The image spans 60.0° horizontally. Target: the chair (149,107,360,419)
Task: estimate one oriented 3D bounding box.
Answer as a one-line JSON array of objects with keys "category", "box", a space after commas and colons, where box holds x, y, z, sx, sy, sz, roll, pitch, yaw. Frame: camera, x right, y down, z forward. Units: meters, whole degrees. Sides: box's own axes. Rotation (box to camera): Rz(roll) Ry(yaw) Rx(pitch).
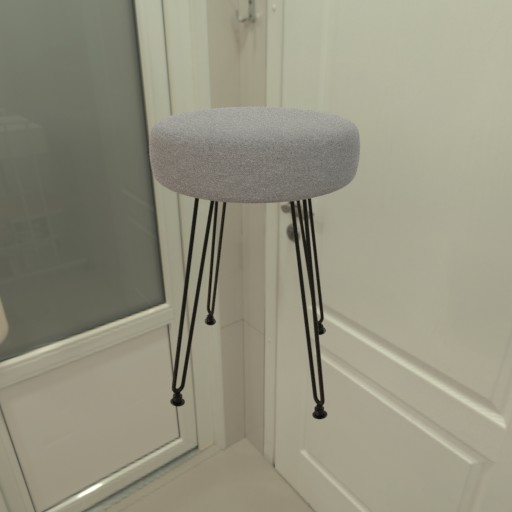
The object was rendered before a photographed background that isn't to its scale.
[{"category": "chair", "box": [0.000, 0.000, 0.723, 0.350, 0.440, 0.350, -18, 31, -33]}]
